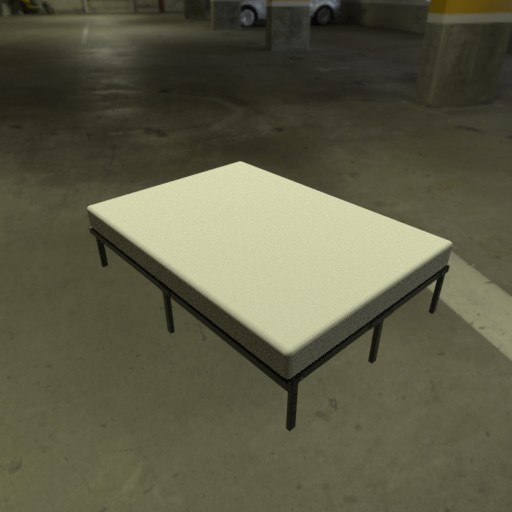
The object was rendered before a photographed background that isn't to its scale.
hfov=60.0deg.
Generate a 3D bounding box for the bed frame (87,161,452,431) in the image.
[{"bbox_3d":[0.000,0.000,3.964,2.205,0.680,2.842,-20,36,-29],"label":"bed frame"}]
